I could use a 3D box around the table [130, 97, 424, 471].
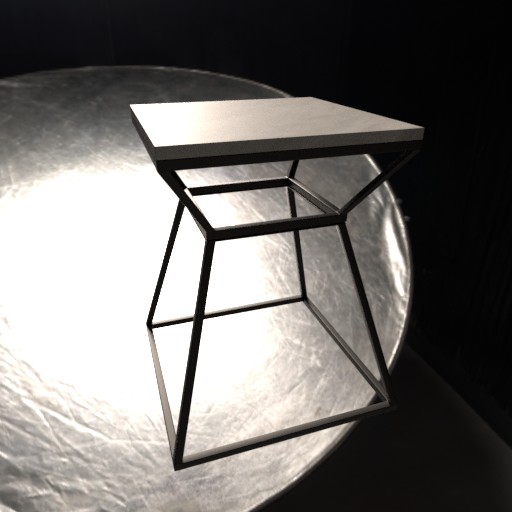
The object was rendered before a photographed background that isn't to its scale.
[{"bbox_3d":[0.000,0.000,0.909,0.455,0.559,0.455,-9,28,-17],"label":"table"}]
